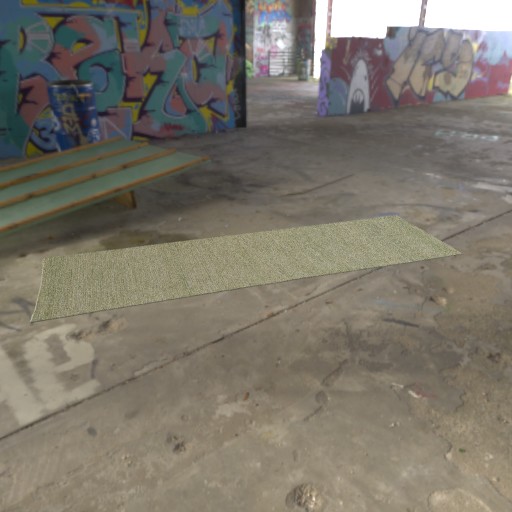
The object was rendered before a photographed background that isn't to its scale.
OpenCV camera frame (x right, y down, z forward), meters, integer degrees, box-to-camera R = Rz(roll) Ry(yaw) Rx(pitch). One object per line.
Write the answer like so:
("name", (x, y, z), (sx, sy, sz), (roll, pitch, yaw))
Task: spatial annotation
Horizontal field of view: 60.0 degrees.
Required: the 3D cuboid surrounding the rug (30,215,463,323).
("rug", (0.000, 0.000, 2.564), (2.340, 0.013, 0.686), (-8, 27, -16))
